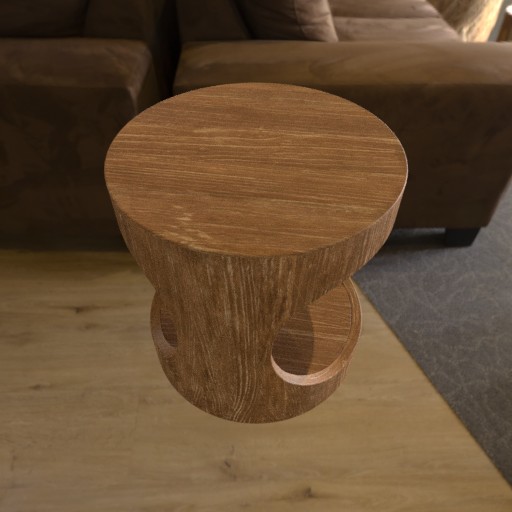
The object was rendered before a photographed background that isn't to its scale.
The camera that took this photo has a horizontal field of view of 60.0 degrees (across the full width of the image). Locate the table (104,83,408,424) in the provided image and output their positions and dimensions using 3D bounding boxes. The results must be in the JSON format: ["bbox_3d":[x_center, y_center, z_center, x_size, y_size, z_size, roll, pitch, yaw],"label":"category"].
[{"bbox_3d":[0.000,0.000,0.988,0.527,0.551,0.527,0,46,0],"label":"table"}]
